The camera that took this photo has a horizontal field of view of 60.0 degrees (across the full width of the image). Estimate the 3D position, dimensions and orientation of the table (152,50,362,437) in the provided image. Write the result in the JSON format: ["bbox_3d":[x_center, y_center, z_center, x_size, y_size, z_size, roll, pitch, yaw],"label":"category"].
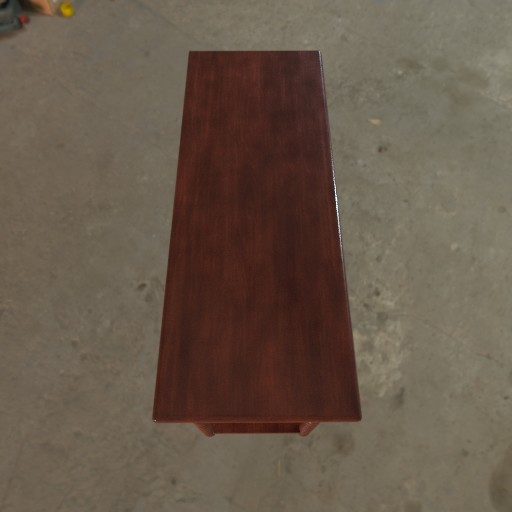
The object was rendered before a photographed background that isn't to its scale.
[{"bbox_3d":[0.000,0.000,1.550,0.459,0.740,1.184,0,63,0],"label":"table"}]
